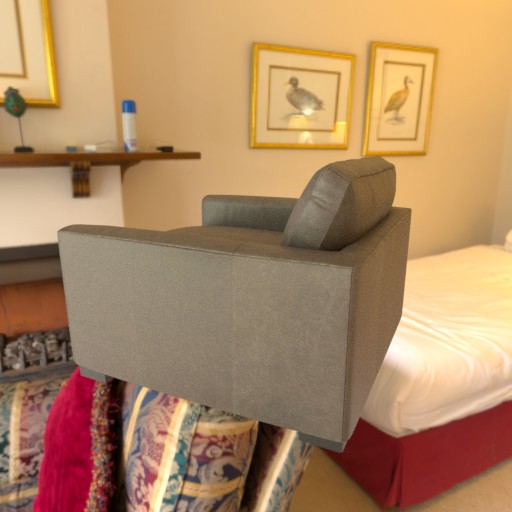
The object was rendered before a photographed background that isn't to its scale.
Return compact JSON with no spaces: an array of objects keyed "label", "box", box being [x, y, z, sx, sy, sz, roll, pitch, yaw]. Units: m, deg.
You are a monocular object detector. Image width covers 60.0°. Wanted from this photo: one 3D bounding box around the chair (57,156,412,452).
[{"label":"chair","box":[0.000,0.000,1.824,1.080,0.807,1.106,7,17,25]}]
